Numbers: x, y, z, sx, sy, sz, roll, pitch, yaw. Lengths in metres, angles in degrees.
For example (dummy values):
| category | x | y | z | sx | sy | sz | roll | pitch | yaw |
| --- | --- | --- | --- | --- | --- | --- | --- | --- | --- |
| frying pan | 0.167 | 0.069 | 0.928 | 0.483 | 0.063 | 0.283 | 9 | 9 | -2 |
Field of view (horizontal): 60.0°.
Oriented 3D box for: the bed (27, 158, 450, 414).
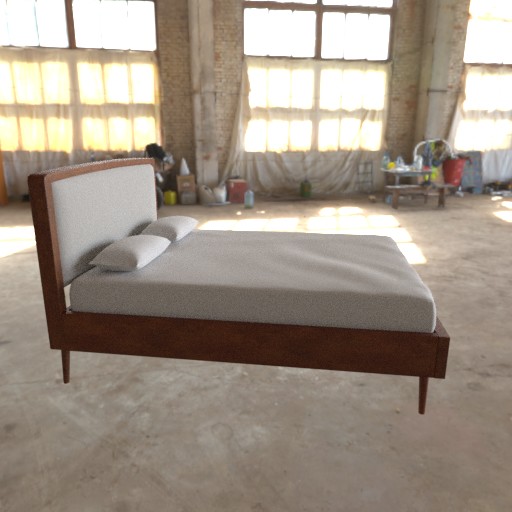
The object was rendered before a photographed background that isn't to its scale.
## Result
| category | x | y | z | sx | sy | sz | roll | pitch | yaw |
| --- | --- | --- | --- | --- | --- | --- | --- | --- | --- |
| bed | 0.000 | 0.000 | 3.083 | 2.196 | 1.275 | 1.587 | 2 | 16 | 8 |
